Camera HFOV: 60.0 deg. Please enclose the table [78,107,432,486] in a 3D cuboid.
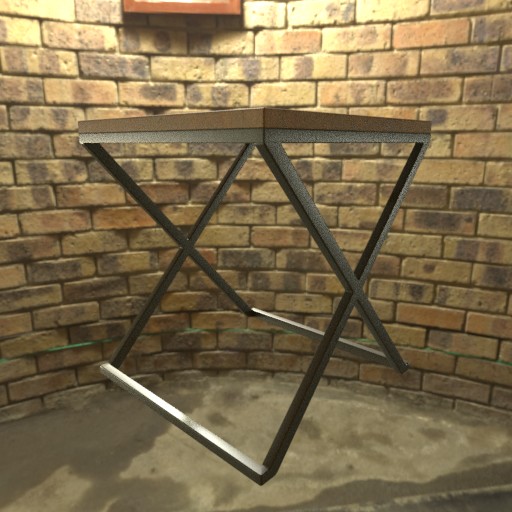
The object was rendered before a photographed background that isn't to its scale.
[{"bbox_3d":[0.000,0.000,0.942,0.499,0.550,0.498,13,19,42],"label":"table"}]
